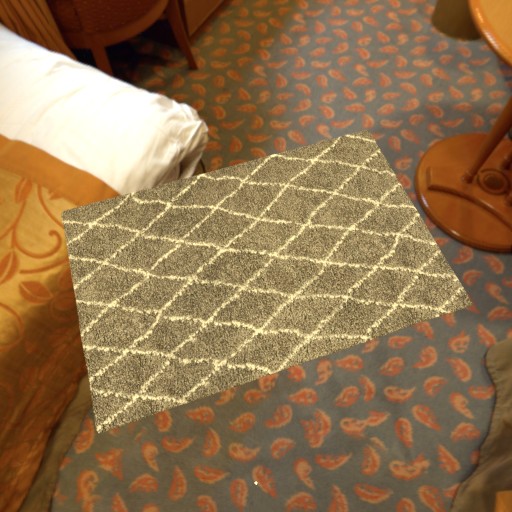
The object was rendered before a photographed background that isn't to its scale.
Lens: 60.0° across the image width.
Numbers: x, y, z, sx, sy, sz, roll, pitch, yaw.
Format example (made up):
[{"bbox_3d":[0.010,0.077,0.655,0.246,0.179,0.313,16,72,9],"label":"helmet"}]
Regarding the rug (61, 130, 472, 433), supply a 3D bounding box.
[{"bbox_3d":[0.000,0.000,3.417,2.743,0.030,1.778,-17,64,-8],"label":"rug"}]
